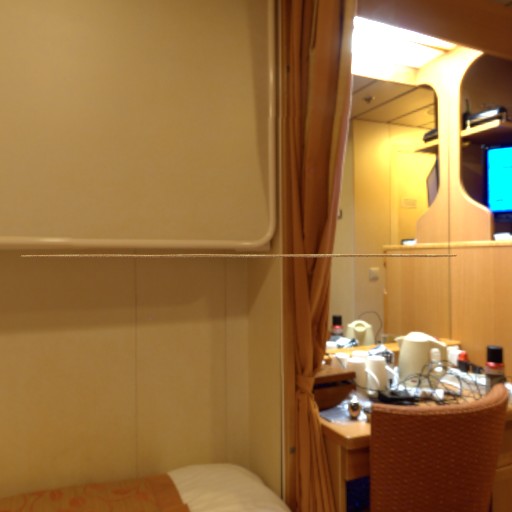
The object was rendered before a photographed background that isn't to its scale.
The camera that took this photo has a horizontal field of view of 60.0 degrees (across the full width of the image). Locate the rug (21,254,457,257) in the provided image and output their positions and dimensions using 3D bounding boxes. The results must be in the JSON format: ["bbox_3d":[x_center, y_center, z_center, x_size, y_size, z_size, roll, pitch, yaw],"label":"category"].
[{"bbox_3d":[0.000,0.000,4.310,3.365,0.020,2.452,0,0,19],"label":"rug"}]
